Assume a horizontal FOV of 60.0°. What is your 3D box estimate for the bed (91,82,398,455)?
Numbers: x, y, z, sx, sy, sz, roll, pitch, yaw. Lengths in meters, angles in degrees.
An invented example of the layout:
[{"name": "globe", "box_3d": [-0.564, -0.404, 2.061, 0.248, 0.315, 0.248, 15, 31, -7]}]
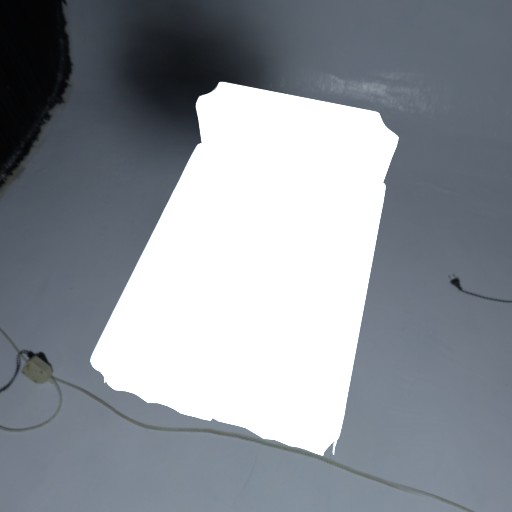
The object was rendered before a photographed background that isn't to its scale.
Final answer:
[{"name": "bed", "box_3d": [0.000, 0.000, 3.659, 1.977, 1.293, 2.498, 14, 60, 8]}]
